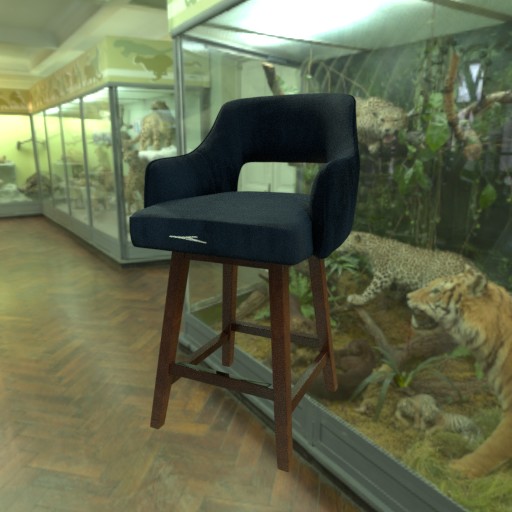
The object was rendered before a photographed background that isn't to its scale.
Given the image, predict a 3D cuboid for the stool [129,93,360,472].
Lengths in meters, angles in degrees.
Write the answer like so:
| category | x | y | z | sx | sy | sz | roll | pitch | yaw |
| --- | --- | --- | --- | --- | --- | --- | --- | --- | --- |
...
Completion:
| category | x | y | z | sx | sy | sz | roll | pitch | yaw |
| --- | --- | --- | --- | --- | --- | --- | --- | --- | --- |
| stool | 0.000 | 0.000 | 1.285 | 0.550 | 0.940 | 0.560 | 6 | 15 | 25 |
